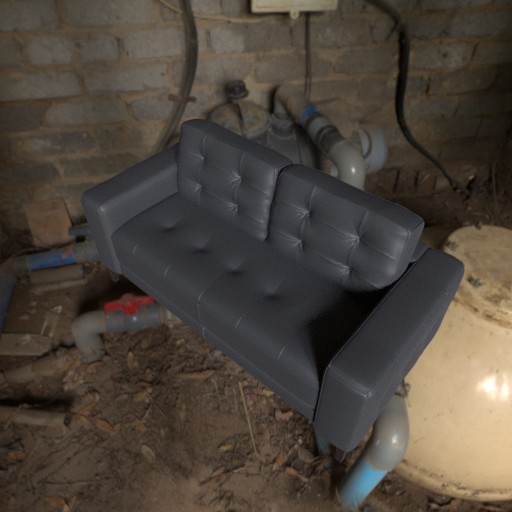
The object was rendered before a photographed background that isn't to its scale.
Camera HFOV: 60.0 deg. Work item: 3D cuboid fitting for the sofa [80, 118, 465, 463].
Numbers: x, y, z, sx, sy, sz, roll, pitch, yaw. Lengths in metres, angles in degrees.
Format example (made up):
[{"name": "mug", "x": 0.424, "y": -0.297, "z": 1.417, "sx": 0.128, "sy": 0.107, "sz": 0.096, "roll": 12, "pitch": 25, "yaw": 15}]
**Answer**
[{"name": "sofa", "x": 0.000, "y": 0.000, "z": 2.203, "sx": 1.726, "sy": 0.893, "sz": 0.833, "roll": 31, "pitch": 53, "yaw": 28}]
